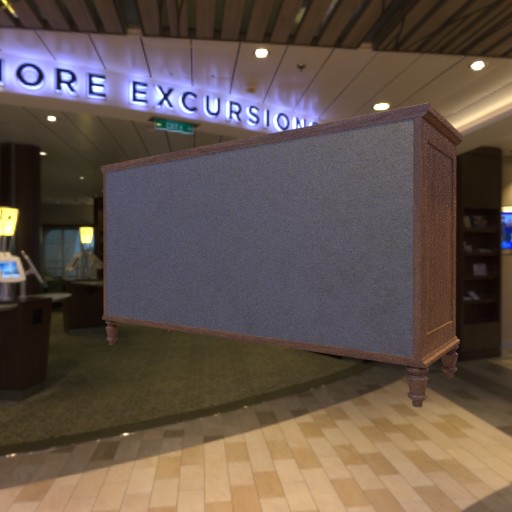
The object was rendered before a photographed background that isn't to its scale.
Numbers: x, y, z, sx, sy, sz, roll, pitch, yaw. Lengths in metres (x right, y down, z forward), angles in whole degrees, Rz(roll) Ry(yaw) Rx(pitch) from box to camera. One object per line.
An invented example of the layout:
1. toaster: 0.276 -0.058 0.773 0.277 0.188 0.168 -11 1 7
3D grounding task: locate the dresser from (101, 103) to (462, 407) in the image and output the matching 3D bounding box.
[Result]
1. dresser: 0.000 0.000 1.936 1.583 0.892 0.468 0 1 37
